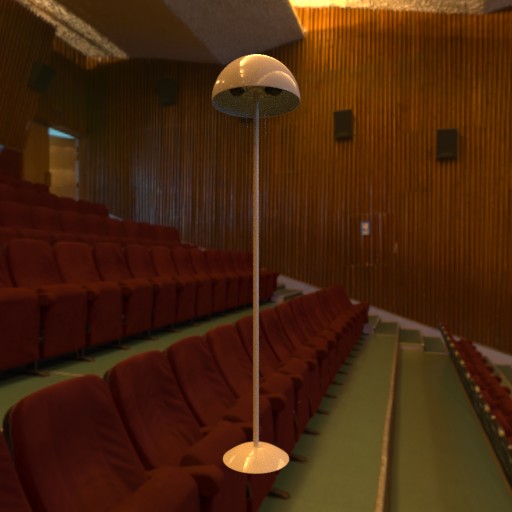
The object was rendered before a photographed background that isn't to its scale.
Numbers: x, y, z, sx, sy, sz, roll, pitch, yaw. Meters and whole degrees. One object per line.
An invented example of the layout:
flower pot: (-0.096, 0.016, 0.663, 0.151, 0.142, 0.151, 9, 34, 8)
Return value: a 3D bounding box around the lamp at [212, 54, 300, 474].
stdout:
lamp: (0.000, 0.000, 1.634, 0.328, 1.480, 0.328, 0, -1, 18)
